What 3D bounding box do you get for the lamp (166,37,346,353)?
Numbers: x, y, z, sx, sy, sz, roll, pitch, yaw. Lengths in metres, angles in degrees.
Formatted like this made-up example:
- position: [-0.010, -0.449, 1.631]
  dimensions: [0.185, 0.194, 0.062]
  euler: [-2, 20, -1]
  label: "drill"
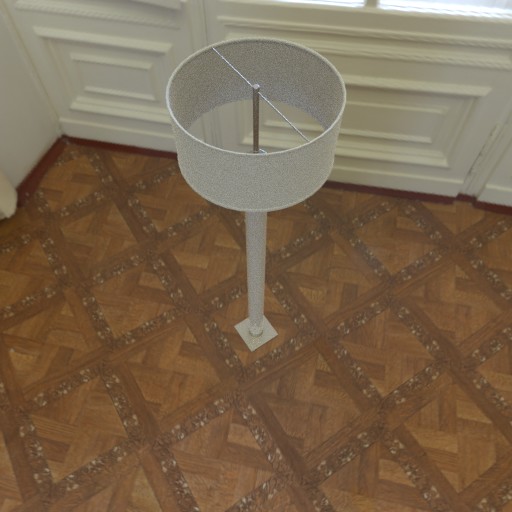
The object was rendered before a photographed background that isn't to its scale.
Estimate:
- position: [0.000, 0.000, 1.647]
  dimensions: [0.420, 1.475, 0.420]
  euler: [-30, 63, -17]
  label: "lamp"
